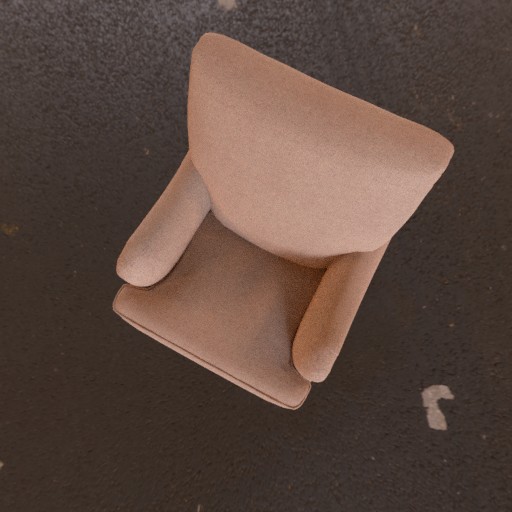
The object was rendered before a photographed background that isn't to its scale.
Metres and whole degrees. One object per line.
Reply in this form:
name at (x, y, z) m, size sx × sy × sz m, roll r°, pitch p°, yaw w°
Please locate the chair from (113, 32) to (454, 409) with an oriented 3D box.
chair at (0.000, 0.000, 1.765) m, size 0.879 × 1.119 × 0.953 m, roll 27°, pitch 78°, yaw 6°
